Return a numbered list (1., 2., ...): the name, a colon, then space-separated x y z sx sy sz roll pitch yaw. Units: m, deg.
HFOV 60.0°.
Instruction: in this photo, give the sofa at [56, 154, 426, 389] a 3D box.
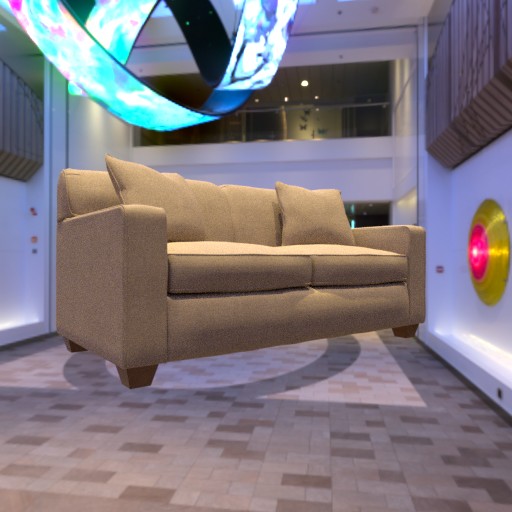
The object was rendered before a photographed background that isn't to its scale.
1. sofa: 0.000 0.000 2.434 1.846 0.958 0.998 0 0 -37
